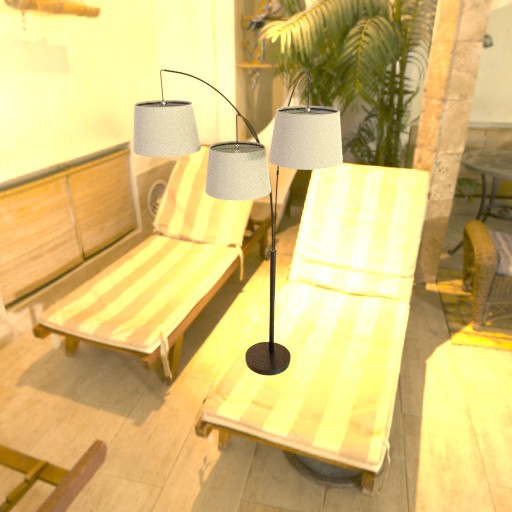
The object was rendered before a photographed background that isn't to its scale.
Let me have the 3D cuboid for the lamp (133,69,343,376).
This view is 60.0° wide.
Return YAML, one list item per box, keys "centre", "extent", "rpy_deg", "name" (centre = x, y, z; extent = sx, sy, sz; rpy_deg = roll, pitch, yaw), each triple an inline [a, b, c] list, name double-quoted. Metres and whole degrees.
- centre: [0.000, 0.000, 2.482]
  extent: [0.951, 1.950, 0.924]
  rpy_deg: [9, 27, 17]
  name: "lamp"
